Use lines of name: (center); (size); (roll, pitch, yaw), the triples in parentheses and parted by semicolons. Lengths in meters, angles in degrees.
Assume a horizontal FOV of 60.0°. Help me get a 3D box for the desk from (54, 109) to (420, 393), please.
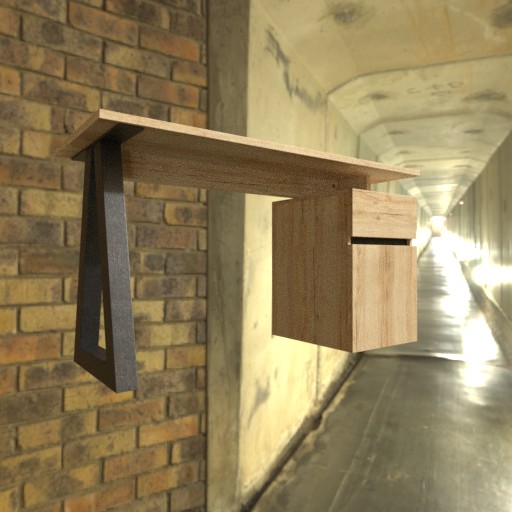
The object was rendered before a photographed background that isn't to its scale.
desk: (0.000, 0.000, 1.782); (1.400, 0.760, 0.550); (0, 0, -36)
